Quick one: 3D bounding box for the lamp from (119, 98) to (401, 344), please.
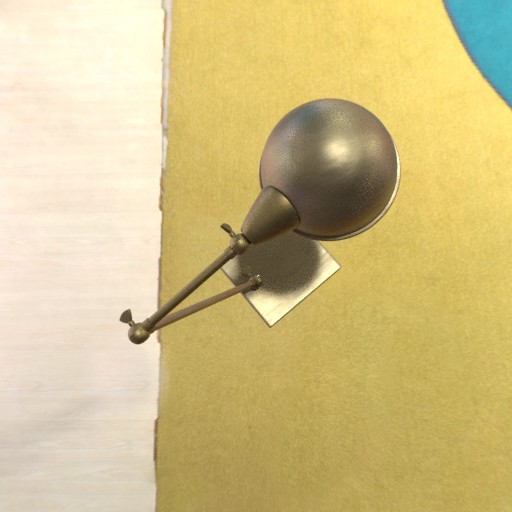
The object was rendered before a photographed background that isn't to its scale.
[{"bbox_3d":[0.000,0.000,0.558,0.339,0.371,0.149,-39,79,-9],"label":"lamp"}]
